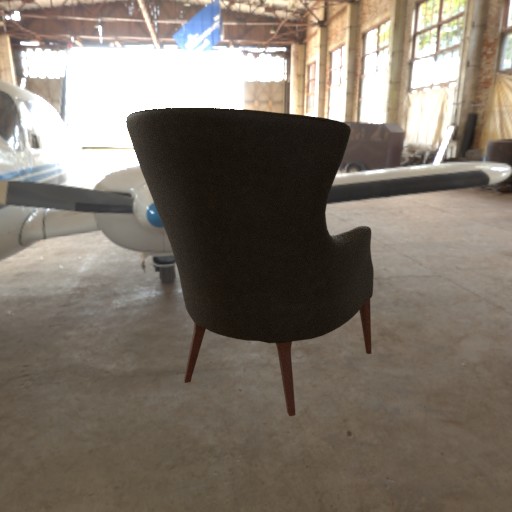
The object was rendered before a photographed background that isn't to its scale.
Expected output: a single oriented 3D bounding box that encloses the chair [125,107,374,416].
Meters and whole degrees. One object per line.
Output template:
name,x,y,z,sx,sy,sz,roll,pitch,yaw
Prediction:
chair,0.000,0.000,1.740,0.819,1.068,0.954,8,18,27
